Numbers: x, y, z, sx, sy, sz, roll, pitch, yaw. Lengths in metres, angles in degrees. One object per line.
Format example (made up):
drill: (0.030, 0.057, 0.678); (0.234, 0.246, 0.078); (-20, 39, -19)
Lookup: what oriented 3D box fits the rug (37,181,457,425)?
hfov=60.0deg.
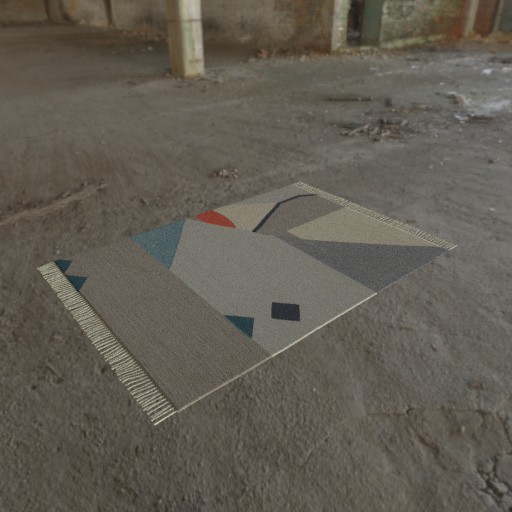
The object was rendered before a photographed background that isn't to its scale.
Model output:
rug: (0.000, 0.000, 2.296); (1.828, 0.005, 1.220); (-23, 38, -33)
